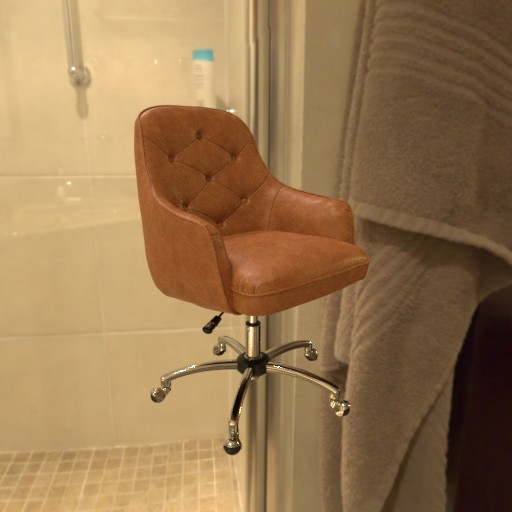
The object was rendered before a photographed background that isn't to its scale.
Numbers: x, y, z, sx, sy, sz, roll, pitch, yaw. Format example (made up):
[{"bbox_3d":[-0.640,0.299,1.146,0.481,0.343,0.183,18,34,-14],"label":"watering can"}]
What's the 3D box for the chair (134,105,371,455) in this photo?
[{"bbox_3d":[0.000,0.000,1.361,0.615,0.909,0.628,13,19,43],"label":"chair"}]
